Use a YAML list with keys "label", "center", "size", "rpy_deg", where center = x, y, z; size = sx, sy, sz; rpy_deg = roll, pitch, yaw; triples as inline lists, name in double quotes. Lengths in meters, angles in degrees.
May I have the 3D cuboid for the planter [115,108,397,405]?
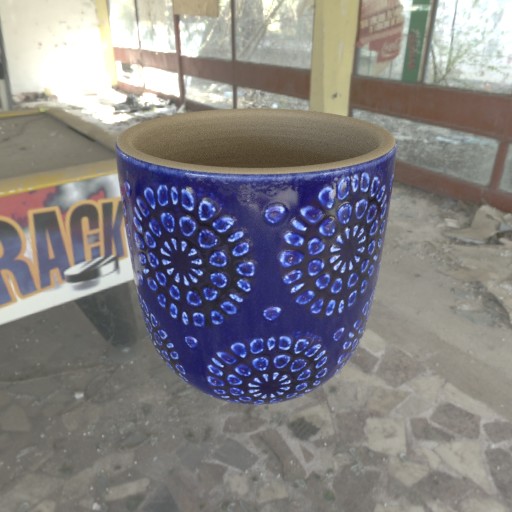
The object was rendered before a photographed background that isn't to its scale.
- label: "planter"
  center: [0.000, 0.000, 0.201]
  size: [0.109, 0.112, 0.109]
  rpy_deg: [0, 28, 0]
